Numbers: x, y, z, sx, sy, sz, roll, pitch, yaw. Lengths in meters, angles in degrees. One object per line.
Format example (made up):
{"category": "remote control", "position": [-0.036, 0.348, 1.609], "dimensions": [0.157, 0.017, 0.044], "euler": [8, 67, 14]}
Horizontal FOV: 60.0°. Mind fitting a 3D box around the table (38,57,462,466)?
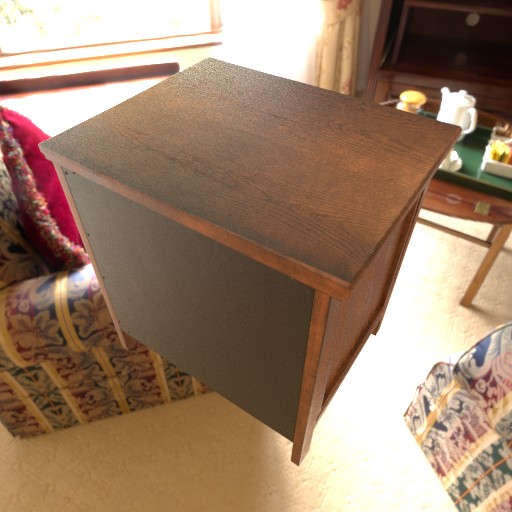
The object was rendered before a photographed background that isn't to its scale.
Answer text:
{"category": "table", "position": [0.000, 0.000, 0.980], "dimensions": [0.586, 0.597, 0.461], "euler": [26, 50, 24]}
